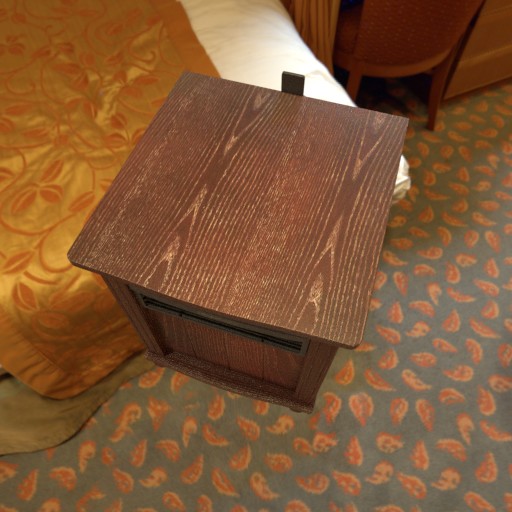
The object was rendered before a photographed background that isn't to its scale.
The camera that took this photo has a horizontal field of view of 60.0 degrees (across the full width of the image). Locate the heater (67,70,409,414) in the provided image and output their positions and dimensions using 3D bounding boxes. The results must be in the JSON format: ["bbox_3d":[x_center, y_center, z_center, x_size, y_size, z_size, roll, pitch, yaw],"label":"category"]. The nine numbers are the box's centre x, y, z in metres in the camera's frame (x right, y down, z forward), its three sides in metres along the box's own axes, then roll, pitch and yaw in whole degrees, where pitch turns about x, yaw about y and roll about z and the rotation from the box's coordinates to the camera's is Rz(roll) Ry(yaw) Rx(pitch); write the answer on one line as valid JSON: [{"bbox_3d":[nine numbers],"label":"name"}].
[{"bbox_3d":[0.000,0.000,0.774,0.362,0.481,0.400,16,60,9],"label":"heater"}]
